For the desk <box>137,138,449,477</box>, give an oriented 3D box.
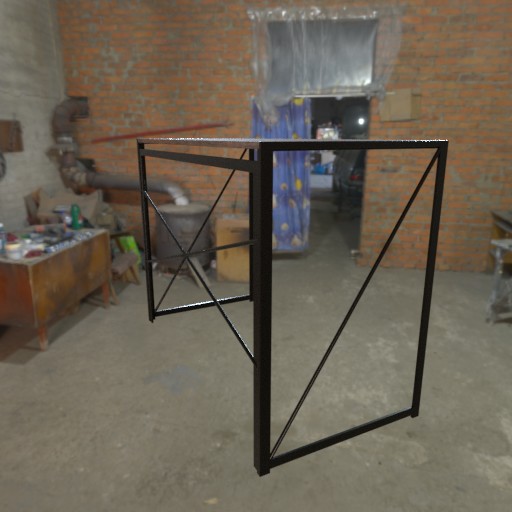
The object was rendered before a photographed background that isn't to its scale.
[{"bbox_3d":[0.000,0.000,1.469,0.505,0.747,1.015,-8,17,-26],"label":"desk"}]
